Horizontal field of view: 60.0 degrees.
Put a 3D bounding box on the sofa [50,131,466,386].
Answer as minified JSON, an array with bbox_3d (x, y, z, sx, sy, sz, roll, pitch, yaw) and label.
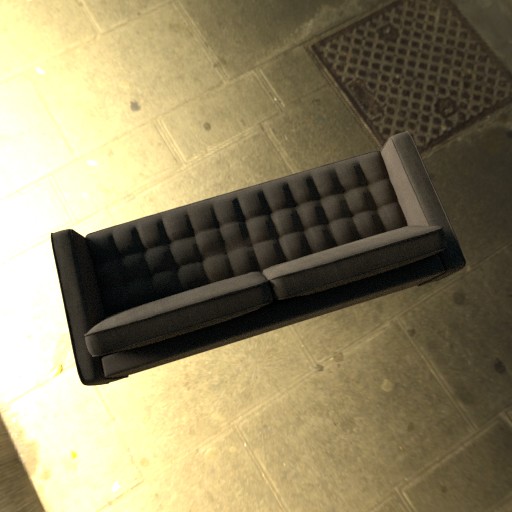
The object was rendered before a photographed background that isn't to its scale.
[{"bbox_3d":[0.000,0.000,2.722,2.295,0.813,0.923,-17,77,-4],"label":"sofa"}]
